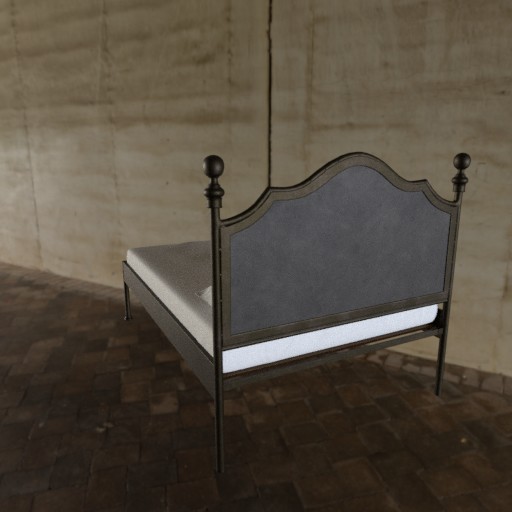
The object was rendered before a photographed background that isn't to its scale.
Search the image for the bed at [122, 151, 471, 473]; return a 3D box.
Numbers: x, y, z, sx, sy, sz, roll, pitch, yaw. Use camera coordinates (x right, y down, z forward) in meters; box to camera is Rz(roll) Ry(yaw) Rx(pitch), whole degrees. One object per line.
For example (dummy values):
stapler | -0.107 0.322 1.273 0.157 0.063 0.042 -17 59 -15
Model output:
bed | 0.000 0.000 3.146 1.533 1.462 2.170 -7 16 -26
